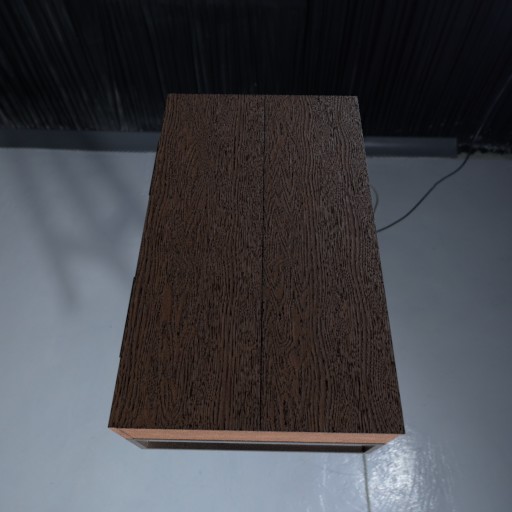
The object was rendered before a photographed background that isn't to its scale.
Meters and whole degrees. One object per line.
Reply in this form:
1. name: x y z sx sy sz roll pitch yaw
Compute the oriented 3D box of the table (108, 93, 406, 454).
1. table: 0.000 0.000 1.488 0.719 0.361 1.167 1 59 1
